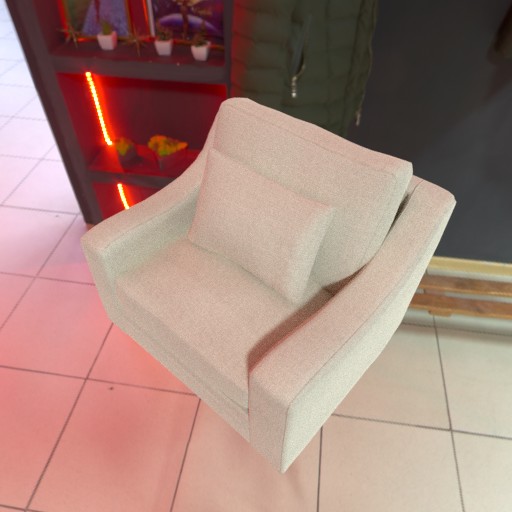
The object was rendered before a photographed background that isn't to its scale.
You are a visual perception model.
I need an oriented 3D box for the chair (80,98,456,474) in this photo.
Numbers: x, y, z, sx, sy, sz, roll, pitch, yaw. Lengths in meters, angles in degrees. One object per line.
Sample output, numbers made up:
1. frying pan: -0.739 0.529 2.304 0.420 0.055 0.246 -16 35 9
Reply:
1. chair: 0.000 0.000 1.922 1.178 1.016 1.009 32 54 28
